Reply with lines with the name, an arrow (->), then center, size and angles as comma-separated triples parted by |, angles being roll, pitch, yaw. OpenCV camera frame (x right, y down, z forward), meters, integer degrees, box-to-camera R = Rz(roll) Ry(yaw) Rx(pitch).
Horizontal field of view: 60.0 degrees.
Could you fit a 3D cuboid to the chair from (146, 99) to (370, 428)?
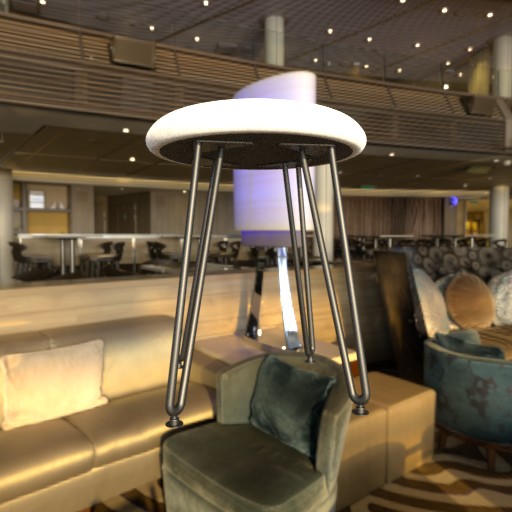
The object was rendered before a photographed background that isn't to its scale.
chair -> 0.000, 0.000, 0.646 | 0.350, 0.386, 0.350 | 2, 3, 36
